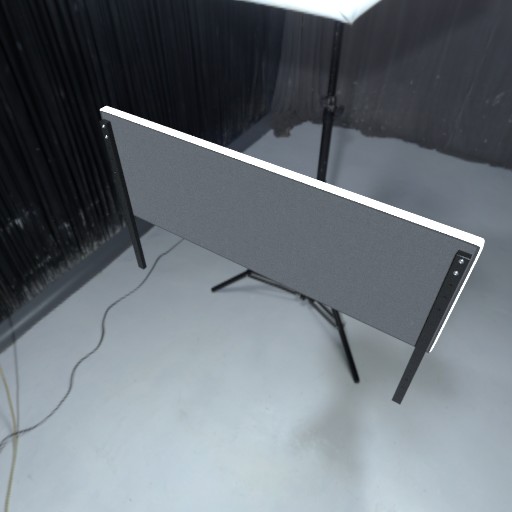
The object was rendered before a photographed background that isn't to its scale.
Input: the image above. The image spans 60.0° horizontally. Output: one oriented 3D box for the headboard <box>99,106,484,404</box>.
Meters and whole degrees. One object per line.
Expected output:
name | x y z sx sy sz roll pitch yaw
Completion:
headboard | 0.000 0.000 2.874 2.362 1.410 0.120 24 50 23
